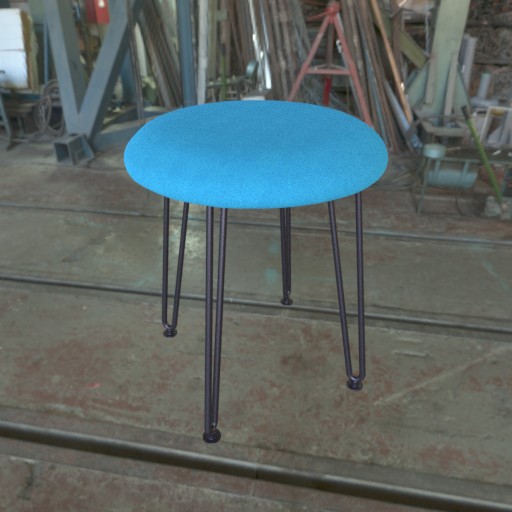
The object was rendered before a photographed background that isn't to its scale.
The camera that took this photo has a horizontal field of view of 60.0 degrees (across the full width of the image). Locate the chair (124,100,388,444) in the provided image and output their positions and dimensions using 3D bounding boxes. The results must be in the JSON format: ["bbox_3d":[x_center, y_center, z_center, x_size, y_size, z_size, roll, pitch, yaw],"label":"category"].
[{"bbox_3d":[0.000,0.000,0.695,0.350,0.430,0.350,-20,36,-30],"label":"chair"}]
